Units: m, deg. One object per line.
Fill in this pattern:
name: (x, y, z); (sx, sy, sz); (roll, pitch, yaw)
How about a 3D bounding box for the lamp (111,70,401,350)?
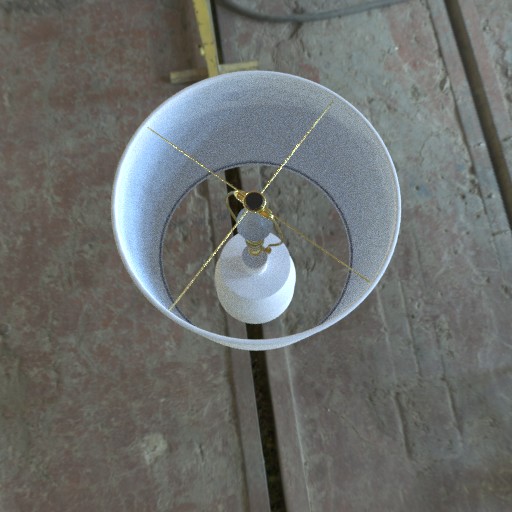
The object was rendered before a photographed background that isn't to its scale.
lamp: (0.000, 0.000, 0.718); (0.301, 0.533, 0.301); (36, 79, 8)
